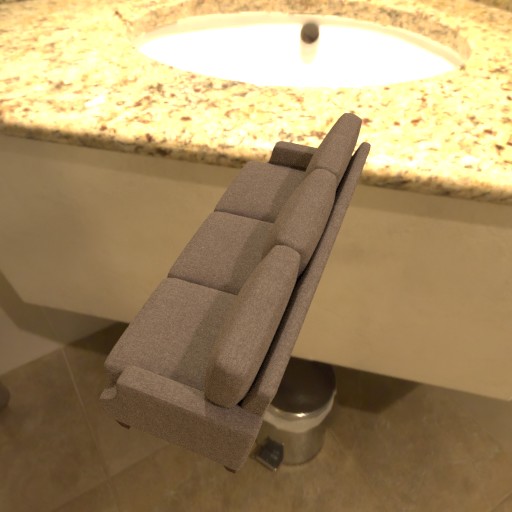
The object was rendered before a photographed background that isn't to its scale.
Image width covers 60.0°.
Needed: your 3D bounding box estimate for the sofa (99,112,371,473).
[{"bbox_3d":[0.000,0.000,2.617,0.888,0.984,2.115,16,48,15],"label":"sofa"}]
